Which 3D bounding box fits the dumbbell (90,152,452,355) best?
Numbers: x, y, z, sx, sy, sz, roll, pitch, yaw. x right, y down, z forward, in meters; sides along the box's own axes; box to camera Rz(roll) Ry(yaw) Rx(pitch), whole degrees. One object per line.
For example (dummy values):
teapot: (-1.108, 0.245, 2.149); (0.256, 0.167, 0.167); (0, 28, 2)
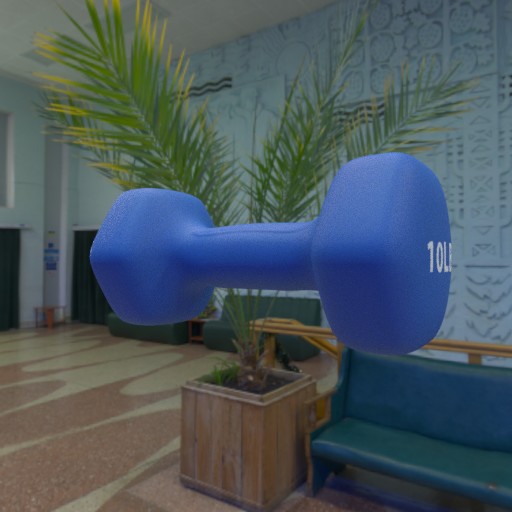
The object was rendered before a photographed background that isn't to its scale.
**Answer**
dumbbell: (0.000, 0.000, 0.265); (0.212, 0.093, 0.103); (-1, -1, 36)
